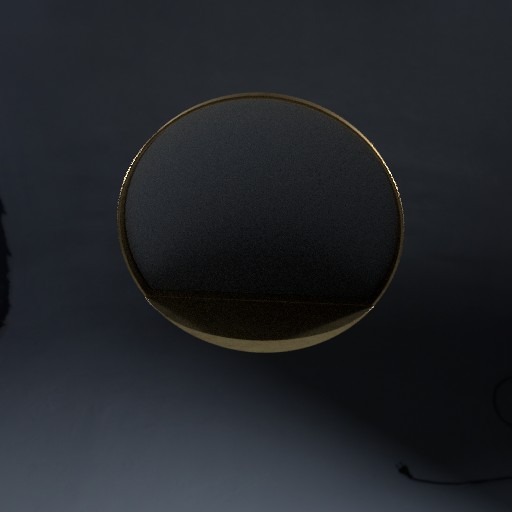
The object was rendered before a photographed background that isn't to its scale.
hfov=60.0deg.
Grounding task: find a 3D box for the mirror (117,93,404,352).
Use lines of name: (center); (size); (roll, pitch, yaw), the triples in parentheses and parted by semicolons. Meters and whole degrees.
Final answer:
mirror: (0.000, 0.000, 0.682); (0.457, 0.457, 0.133); (2, 30, 4)
